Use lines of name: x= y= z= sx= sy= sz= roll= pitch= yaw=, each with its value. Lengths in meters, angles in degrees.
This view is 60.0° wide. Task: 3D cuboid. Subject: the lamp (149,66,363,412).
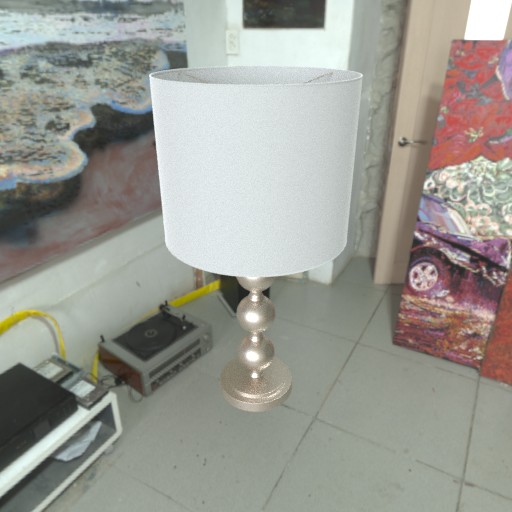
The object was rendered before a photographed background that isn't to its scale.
lamp: x=0.000 y=0.000 z=0.703 sx=0.277 sy=0.538 sz=0.277 roll=0 pitch=27 yaw=0
